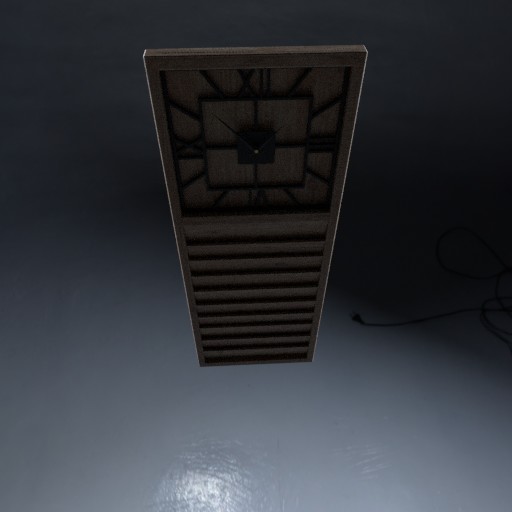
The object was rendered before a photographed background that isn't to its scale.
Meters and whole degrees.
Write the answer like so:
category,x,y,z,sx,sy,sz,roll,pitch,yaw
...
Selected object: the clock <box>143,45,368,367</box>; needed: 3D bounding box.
category,x,y,z,sx,sy,sz,roll,pitch,yaw
clock,0.000,0.000,1.068,0.361,0.965,0.030,-2,46,-2
